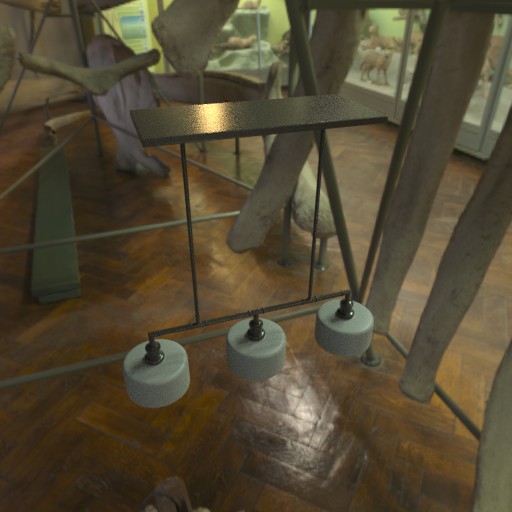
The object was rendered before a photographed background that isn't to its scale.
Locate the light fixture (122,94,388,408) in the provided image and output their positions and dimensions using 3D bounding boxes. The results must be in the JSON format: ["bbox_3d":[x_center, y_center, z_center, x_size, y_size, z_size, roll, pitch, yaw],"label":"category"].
[{"bbox_3d":[0.000,0.000,0.880,0.582,0.557,0.177,-10,33,-16],"label":"light fixture"}]
